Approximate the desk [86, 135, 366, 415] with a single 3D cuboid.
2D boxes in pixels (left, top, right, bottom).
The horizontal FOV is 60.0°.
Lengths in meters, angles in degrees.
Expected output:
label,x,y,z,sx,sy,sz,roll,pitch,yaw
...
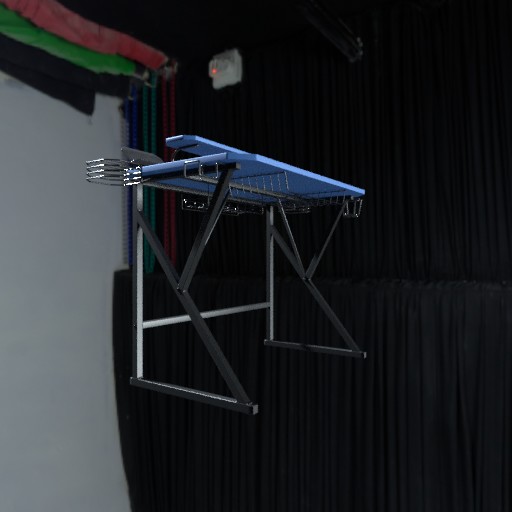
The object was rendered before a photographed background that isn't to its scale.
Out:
label,x,y,z,sx,sy,sz,roll,pitch,yaw
desk,0.000,0.000,1.797,0.594,0.909,1.295,0,0,35
